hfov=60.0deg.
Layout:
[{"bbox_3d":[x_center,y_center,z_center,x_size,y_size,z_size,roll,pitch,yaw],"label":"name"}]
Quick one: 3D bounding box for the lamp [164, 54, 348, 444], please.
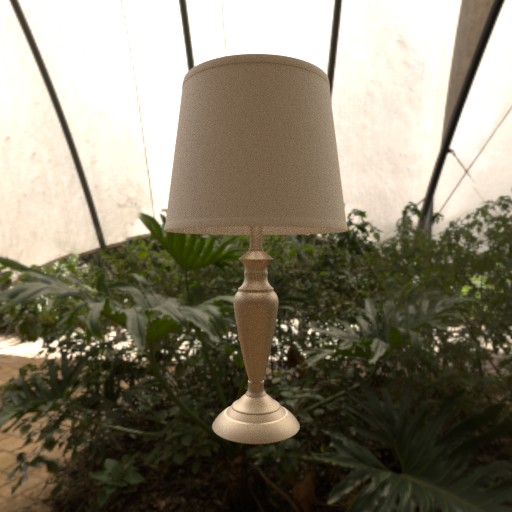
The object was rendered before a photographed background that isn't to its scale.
[{"bbox_3d":[0.000,0.000,0.808,0.328,0.619,0.328,0,0,0],"label":"lamp"}]
